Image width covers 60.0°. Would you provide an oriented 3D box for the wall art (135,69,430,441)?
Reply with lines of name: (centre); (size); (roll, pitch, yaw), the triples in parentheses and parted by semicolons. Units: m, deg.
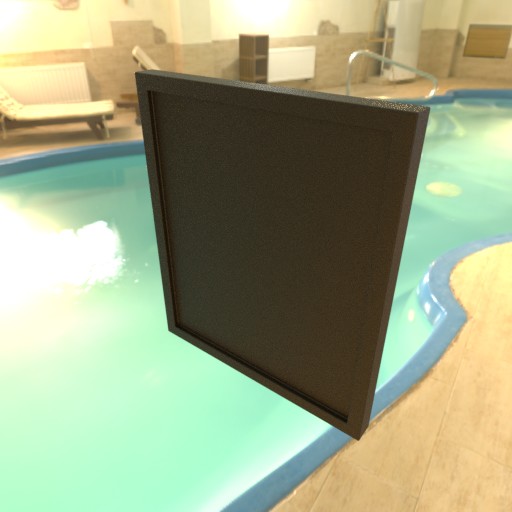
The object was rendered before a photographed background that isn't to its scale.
wall art: (0.000, 0.000, 0.524); (0.328, 0.381, 0.028); (21, 37, 32)
